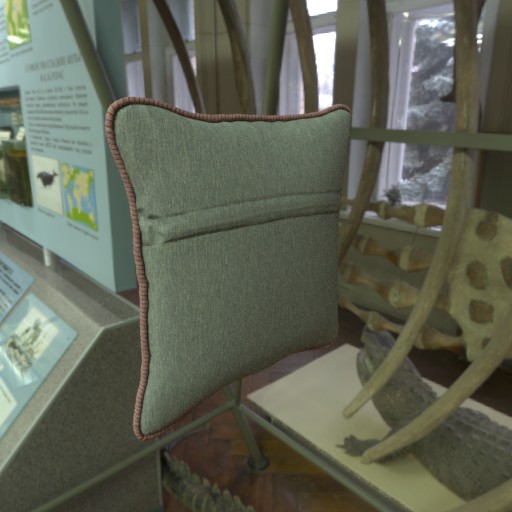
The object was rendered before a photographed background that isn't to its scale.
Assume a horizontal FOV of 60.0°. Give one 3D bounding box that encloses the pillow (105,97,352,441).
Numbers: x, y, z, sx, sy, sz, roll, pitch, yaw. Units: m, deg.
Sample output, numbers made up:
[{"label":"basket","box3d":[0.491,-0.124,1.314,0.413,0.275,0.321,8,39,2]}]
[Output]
[{"label":"pillow","box3d":[0.000,0.000,0.741,0.482,0.491,0.124,-15,22,-40]}]
